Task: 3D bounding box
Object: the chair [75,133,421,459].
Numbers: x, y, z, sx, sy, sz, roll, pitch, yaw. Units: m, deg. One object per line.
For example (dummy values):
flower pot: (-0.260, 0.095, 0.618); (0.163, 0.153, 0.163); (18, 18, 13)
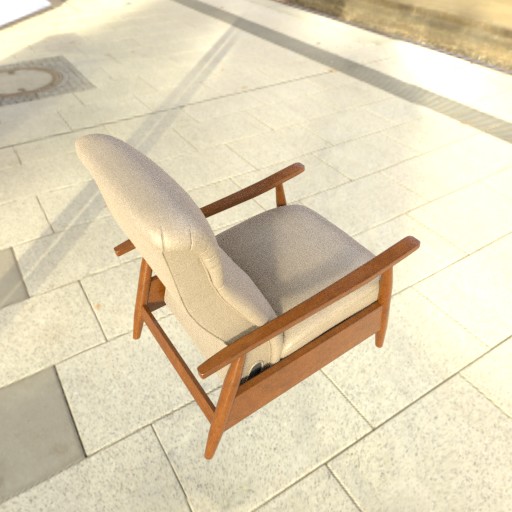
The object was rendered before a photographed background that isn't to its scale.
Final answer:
chair: (0.000, 0.000, 1.775); (1.032, 1.082, 0.762); (-24, 47, -25)
